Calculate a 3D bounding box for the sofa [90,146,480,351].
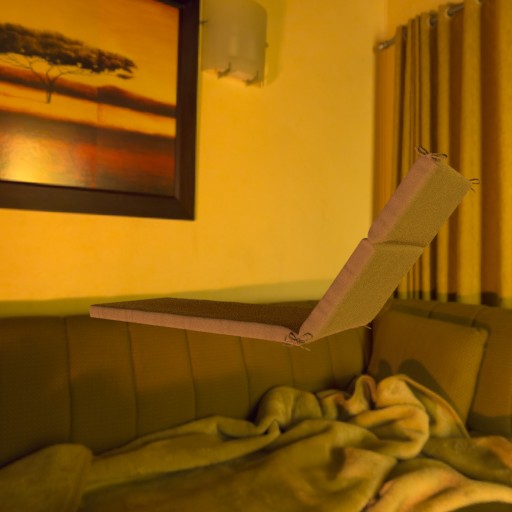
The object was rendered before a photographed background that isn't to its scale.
[{"bbox_3d":[0.000,0.000,1.905,1.663,0.622,0.582,0,0,36],"label":"sofa"}]
